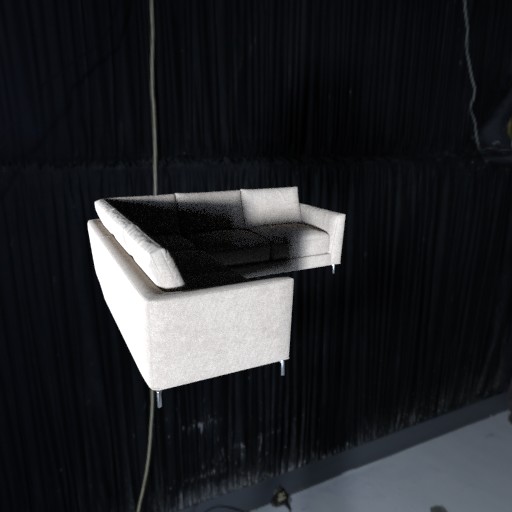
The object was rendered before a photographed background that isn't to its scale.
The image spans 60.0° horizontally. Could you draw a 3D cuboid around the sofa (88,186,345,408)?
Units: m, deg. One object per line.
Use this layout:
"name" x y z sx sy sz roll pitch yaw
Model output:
"sofa" 0.000 0.000 3.777 2.438 0.864 2.438 -8 17 -26
